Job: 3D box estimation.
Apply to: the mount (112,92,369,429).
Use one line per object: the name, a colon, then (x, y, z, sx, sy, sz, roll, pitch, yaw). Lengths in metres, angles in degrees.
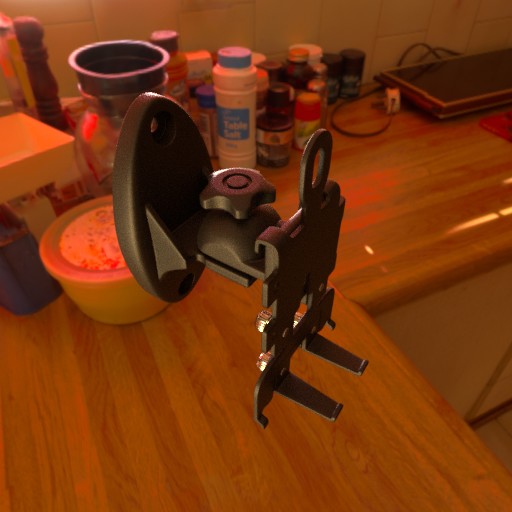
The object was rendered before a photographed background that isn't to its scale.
mount: (0.000, 0.000, 0.176, 0.100, 0.118, 0.066, 24, 47, 25)
